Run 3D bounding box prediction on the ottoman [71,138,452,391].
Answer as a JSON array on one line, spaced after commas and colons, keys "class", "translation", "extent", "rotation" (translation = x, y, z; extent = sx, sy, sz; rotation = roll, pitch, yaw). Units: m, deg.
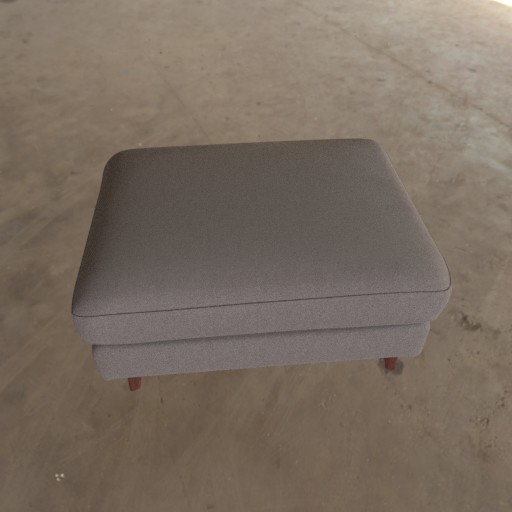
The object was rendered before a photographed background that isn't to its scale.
[{"class": "ottoman", "translation": [0.000, 0.000, 1.196], "extent": [0.811, 0.449, 0.608], "rotation": [-4, 45, -4]}]
